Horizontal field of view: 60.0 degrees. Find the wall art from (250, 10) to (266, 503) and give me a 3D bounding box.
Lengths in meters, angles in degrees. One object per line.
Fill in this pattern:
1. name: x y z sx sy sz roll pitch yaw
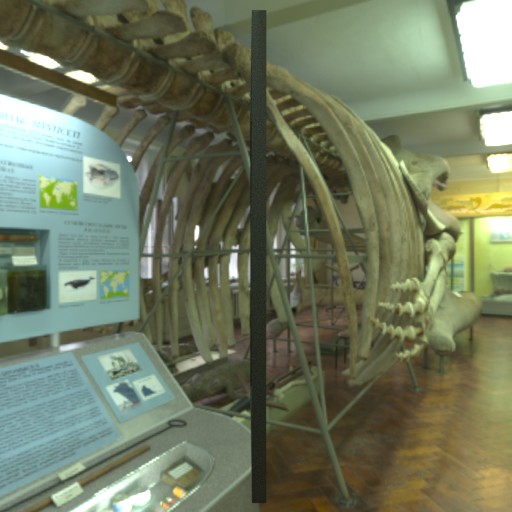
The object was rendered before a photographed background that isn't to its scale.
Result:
1. wall art: 0.000 0.000 0.539 0.013 0.431 0.303 0 1 -1
